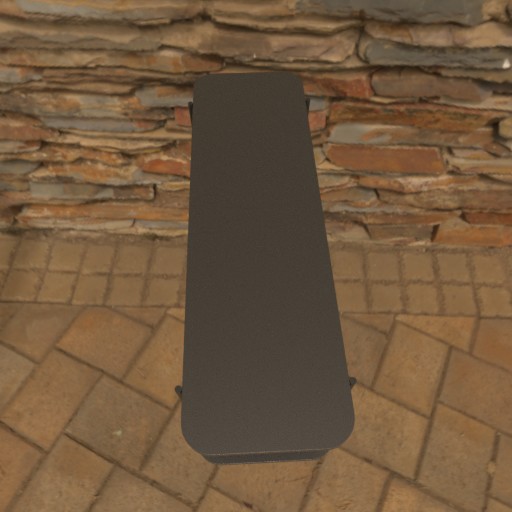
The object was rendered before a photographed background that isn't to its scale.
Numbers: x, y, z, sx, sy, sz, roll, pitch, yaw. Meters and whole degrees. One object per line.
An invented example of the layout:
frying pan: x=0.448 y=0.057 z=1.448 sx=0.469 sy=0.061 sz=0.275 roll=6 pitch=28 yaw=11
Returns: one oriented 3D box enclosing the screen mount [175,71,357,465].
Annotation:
screen mount: x=0.000 y=0.000 z=1.400 sx=0.400 sy=0.447 sz=1.200 roll=-2 pitch=59 yaw=-1
